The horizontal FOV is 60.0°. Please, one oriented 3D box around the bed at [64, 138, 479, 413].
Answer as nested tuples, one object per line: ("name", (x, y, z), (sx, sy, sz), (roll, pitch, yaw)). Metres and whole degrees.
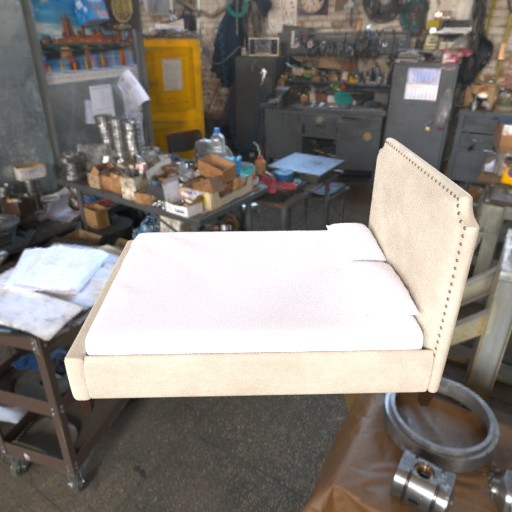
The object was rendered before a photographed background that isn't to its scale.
("bed", (0.000, 0.000, 3.320), (2.372, 1.443, 1.712), (-1, 27, -1))
